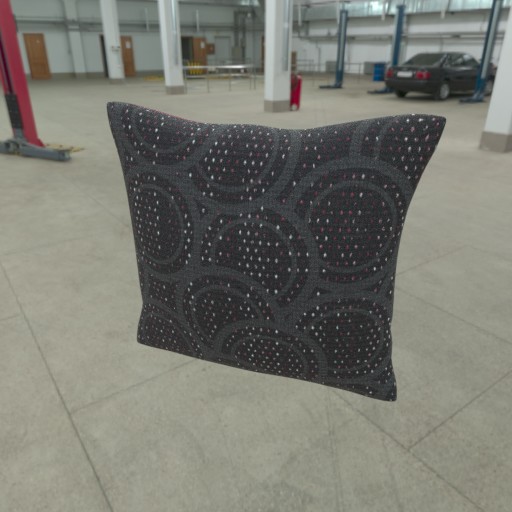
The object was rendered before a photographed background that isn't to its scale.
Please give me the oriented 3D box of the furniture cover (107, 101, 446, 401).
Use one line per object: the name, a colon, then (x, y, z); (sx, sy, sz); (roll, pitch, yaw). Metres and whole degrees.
furniture cover: (0.000, 0.000, 0.794); (0.552, 0.509, 0.193); (8, 26, 17)
